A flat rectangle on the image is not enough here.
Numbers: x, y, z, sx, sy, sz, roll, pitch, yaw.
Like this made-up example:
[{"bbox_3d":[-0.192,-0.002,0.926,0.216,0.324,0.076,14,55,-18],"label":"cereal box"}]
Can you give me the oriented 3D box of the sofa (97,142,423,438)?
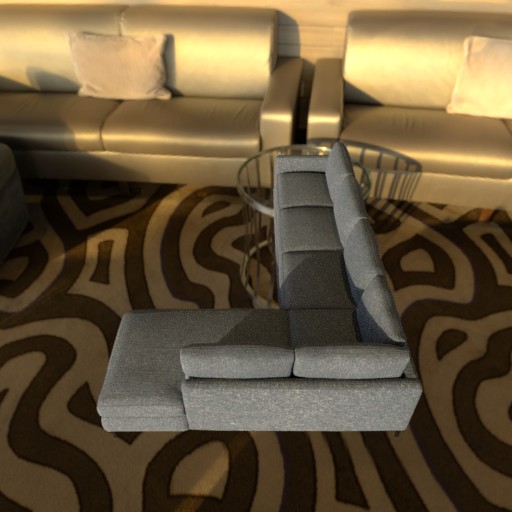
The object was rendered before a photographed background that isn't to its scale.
[{"bbox_3d":[0.000,0.000,3.847,2.007,0.815,2.949,0,41,0],"label":"sofa"}]
